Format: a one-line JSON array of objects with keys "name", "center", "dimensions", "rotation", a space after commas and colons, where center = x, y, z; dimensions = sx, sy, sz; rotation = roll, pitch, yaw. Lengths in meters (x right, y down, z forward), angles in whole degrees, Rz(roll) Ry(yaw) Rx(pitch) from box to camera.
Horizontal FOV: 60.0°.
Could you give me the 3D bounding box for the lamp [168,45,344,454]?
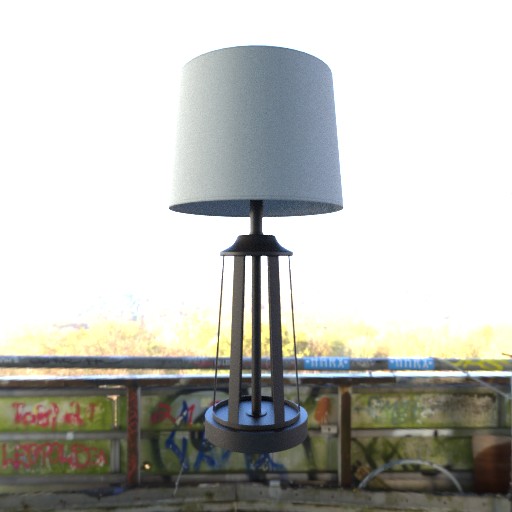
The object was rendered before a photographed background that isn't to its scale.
[{"name": "lamp", "center": [0.000, 0.000, 0.644], "dimensions": [0.251, 0.509, 0.251], "rotation": [0, 0, 0]}]
